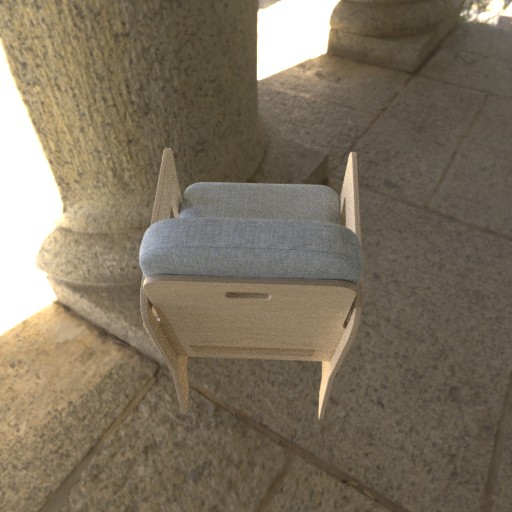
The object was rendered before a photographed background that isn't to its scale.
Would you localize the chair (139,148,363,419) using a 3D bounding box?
[{"bbox_3d":[0.000,0.000,1.297,0.590,0.800,0.710,2,46,2],"label":"chair"}]
